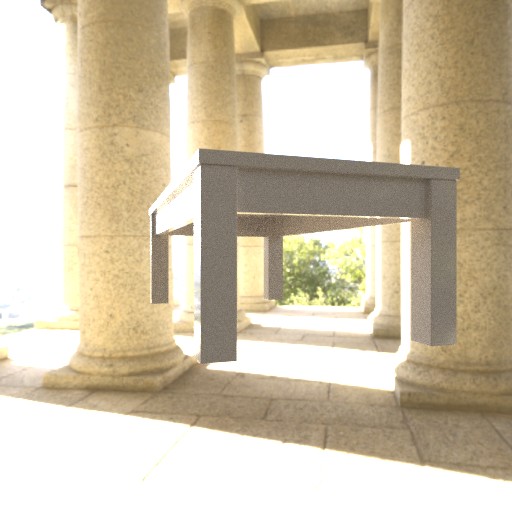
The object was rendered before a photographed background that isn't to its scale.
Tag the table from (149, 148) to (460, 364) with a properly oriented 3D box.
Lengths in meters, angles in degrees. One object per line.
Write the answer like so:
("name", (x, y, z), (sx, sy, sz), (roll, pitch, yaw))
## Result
("table", (0.000, 0.000, 1.710), (0.700, 0.470, 1.350), (0, 0, -18))
